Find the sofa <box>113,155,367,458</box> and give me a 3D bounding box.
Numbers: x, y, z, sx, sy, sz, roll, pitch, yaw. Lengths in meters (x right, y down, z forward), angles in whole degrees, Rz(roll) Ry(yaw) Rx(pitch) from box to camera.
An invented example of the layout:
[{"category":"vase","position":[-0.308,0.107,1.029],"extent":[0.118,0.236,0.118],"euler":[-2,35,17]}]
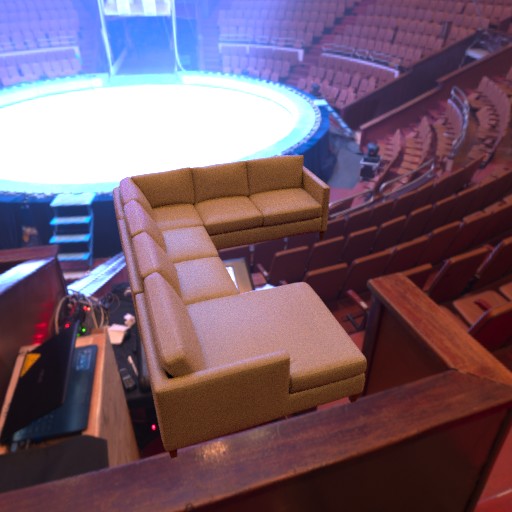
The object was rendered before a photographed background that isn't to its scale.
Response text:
[{"category":"sofa","position":[0.000,0.000,4.622],"extent":[2.594,0.961,3.460],"euler":[-11,34,-17]}]
